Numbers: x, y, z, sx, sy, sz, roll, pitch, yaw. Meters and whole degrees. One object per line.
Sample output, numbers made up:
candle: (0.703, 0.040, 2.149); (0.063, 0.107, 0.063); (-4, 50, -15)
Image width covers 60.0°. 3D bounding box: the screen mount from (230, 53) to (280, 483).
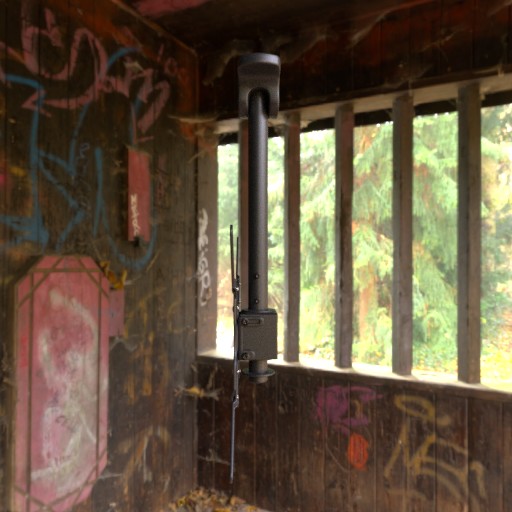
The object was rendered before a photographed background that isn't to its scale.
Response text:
screen mount: (0.000, 0.000, 0.897); (0.090, 0.729, 0.393); (0, -1, -1)
